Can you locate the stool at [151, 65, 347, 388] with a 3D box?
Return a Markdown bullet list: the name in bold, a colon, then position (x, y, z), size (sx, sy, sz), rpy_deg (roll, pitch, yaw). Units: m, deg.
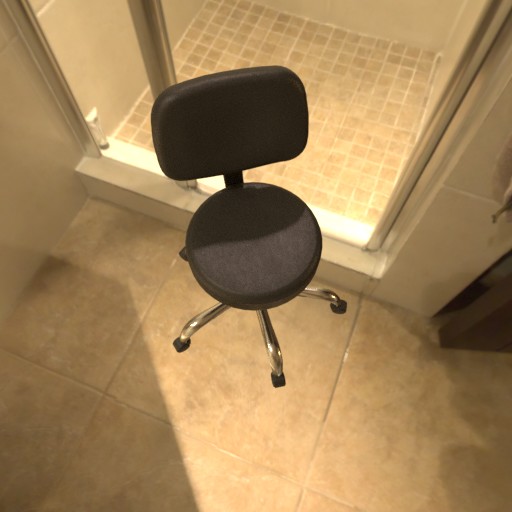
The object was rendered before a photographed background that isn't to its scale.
- **stool**: position (0.000, 0.000, 1.334), size (0.673, 0.862, 0.648), rpy_deg (-14, 64, -7)
